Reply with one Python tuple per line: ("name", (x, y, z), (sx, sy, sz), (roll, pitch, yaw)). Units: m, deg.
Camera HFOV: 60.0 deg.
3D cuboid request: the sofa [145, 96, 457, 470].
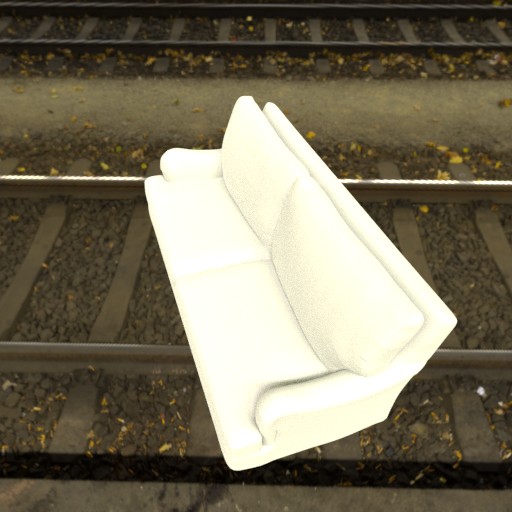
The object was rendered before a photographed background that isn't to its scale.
("sofa", (0.000, 0.000, 2.755), (1.069, 1.096, 2.193), (-15, 47, -14))
